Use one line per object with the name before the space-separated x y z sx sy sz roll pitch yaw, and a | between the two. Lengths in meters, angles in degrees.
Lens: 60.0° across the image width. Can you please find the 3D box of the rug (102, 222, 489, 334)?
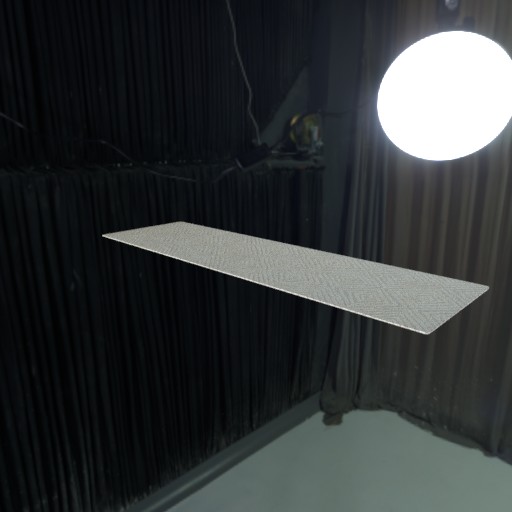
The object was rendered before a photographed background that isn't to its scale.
rug | 0.000 0.000 2.521 2.277 0.008 0.676 14 21 42
